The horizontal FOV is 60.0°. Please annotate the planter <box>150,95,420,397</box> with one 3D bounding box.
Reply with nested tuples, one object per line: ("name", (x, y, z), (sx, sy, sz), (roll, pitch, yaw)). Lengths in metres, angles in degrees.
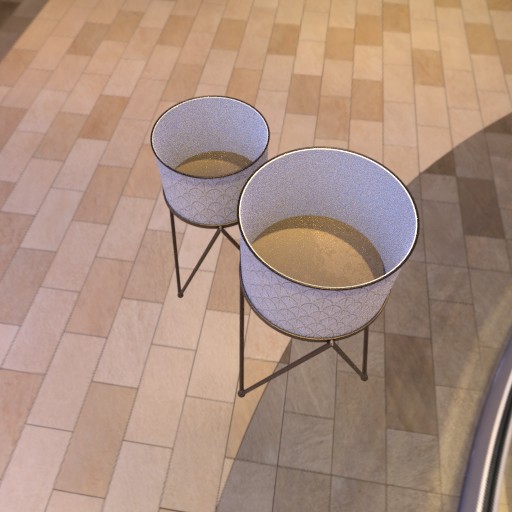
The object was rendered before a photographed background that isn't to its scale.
("planter", (0.000, 0.000, 1.180), (0.413, 0.712, 0.769), (-33, 63, -19))
